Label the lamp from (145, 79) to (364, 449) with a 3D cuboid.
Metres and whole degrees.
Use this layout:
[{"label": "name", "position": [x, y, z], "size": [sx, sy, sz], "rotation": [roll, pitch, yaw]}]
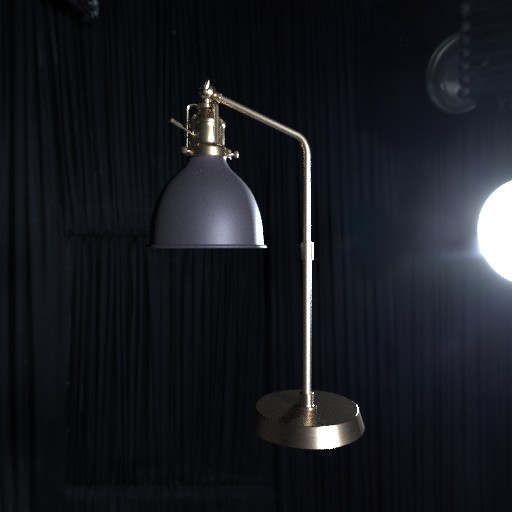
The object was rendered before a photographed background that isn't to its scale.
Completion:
[{"label": "lamp", "position": [0.000, 0.000, 0.596], "size": [0.291, 0.456, 0.160], "rotation": [0, 1, -3]}]
